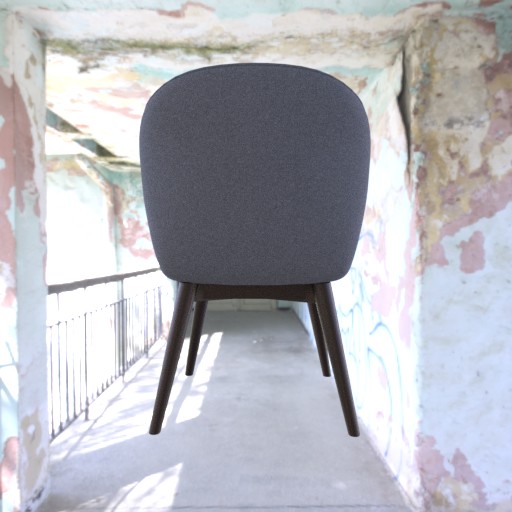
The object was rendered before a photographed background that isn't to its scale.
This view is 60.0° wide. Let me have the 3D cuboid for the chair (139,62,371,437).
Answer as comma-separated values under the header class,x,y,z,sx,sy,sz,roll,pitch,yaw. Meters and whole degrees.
class,x,y,z,sx,sy,sz,roll,pitch,yaw
chair,0.000,0.000,1.219,0.589,0.810,0.611,0,1,1
